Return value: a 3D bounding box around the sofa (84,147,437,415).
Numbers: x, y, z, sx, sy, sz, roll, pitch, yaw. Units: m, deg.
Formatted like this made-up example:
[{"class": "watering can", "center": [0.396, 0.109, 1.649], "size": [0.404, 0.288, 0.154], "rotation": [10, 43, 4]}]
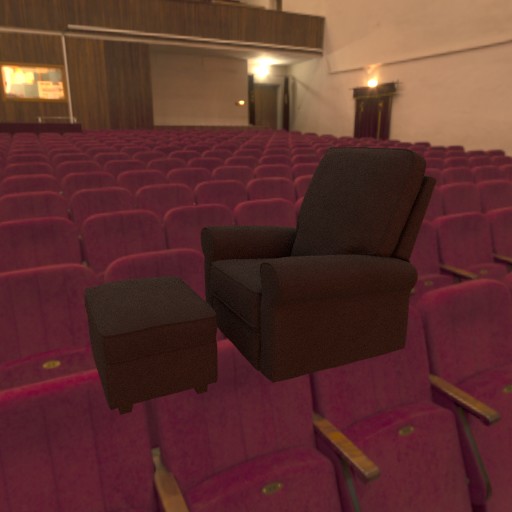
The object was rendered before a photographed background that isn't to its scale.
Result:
[{"class": "sofa", "center": [0.000, 0.000, 2.041], "size": [1.478, 0.959, 0.880], "rotation": [-8, 17, -25]}]
